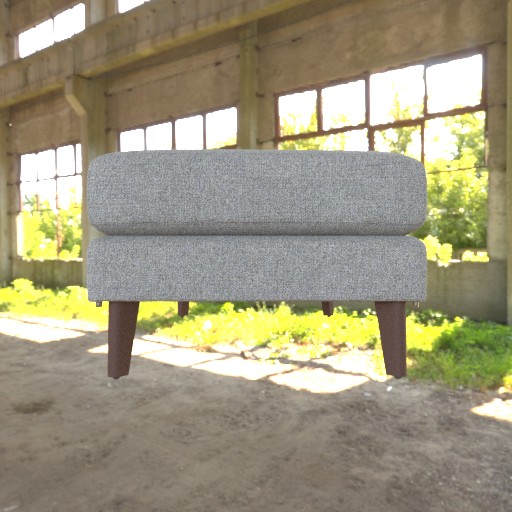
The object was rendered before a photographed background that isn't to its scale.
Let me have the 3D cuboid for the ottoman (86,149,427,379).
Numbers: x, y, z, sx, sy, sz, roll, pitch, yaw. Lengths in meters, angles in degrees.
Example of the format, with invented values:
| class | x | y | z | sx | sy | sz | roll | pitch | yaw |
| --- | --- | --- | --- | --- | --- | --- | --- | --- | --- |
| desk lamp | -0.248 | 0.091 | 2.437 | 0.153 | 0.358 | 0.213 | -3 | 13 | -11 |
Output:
| class | x | y | z | sx | sy | sz | roll | pitch | yaw |
| --- | --- | --- | --- | --- | --- | --- | --- | --- | --- |
| ottoman | 0.000 | 0.000 | 1.179 | 0.611 | 0.441 | 0.821 | 0 | 1 | 0 |
